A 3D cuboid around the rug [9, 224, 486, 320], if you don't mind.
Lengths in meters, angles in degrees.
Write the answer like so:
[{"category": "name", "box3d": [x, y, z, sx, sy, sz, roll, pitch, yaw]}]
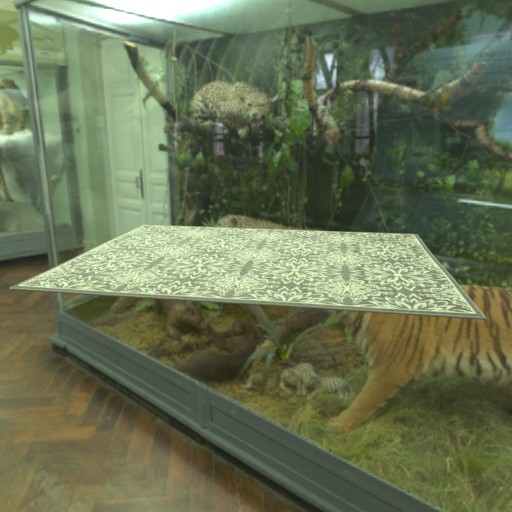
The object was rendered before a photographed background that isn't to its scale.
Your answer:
[{"category": "rug", "box3d": [0.000, 0.000, 2.778, 2.213, 0.014, 1.608, 3, 16, 9]}]
